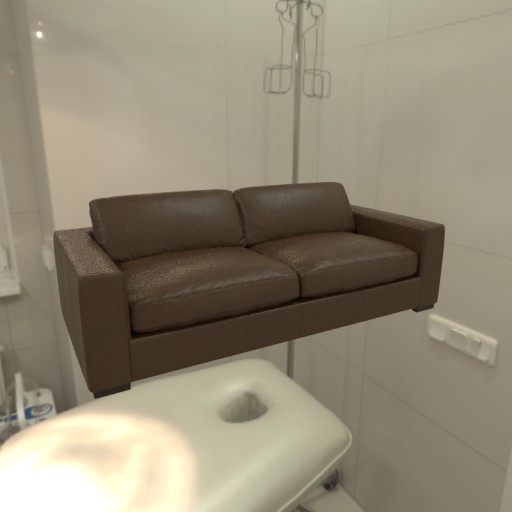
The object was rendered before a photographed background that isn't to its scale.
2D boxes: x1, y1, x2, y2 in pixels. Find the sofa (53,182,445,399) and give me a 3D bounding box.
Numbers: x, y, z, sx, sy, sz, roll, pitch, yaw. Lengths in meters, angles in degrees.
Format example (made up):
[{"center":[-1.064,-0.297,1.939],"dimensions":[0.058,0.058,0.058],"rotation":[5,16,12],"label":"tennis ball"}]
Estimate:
[{"center":[0.000,0.000,2.820],"dimensions":[2.262,0.801,1.070],"rotation":[-9,18,-28],"label":"sofa"}]
